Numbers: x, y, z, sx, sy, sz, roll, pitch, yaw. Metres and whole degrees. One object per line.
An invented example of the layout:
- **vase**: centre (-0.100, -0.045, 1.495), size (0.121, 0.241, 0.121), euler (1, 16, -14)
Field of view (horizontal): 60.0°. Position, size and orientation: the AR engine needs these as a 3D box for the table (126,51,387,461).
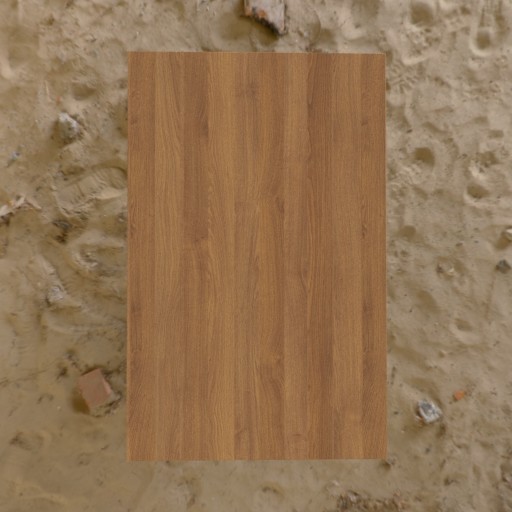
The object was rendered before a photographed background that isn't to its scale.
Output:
- **table**: centre (0.000, 0.000, 1.416), size (0.700, 0.442, 1.100), euler (0, 89, -1)
